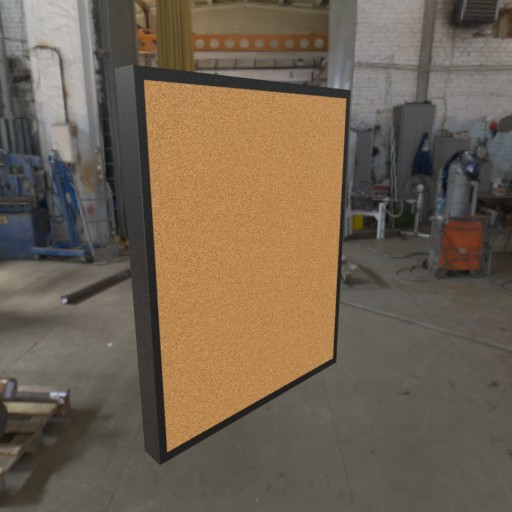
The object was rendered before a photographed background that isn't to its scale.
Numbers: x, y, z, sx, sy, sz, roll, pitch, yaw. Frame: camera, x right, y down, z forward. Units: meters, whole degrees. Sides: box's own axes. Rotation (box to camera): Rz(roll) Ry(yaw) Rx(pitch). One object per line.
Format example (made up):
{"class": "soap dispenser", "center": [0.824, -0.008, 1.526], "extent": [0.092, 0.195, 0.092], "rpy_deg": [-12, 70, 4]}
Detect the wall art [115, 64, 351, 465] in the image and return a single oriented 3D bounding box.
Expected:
{"class": "wall art", "center": [0.000, 0.000, 0.500], "extent": [0.294, 0.369, 0.030], "rpy_deg": [-15, 21, -42]}
